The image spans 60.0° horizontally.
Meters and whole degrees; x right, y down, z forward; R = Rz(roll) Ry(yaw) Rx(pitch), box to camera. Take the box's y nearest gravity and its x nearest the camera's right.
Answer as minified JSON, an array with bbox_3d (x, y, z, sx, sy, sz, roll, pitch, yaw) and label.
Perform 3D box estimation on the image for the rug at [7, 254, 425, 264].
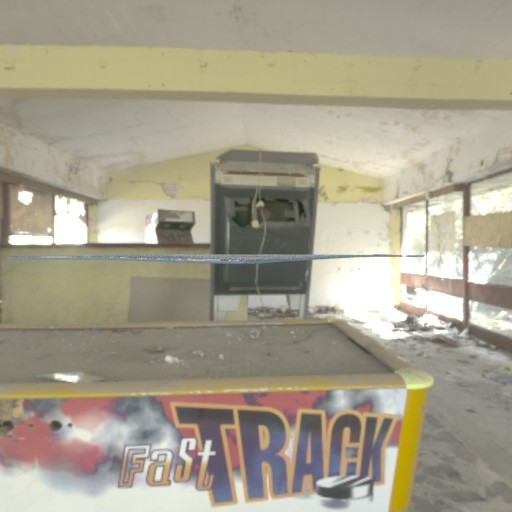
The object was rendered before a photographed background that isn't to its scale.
[{"bbox_3d":[0.000,0.000,2.141,1.145,0.021,1.777,0,1,35],"label":"rug"}]
